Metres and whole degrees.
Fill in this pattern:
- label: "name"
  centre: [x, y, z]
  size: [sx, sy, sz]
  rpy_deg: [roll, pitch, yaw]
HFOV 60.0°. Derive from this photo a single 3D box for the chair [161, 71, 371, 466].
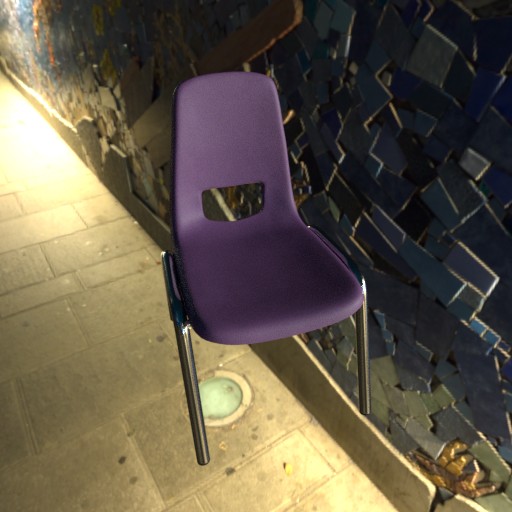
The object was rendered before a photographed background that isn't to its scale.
- label: "chair"
  centre: [0.000, 0.000, 0.842]
  size: [0.356, 0.584, 0.419]
  rpy_deg: [-11, 36, -15]
